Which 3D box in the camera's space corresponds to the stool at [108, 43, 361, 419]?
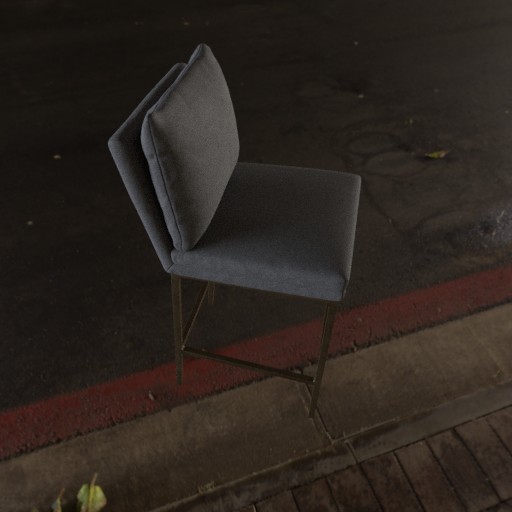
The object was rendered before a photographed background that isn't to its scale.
[{"bbox_3d":[0.000,0.000,1.408,0.569,1.130,0.463,10,46,9],"label":"stool"}]
